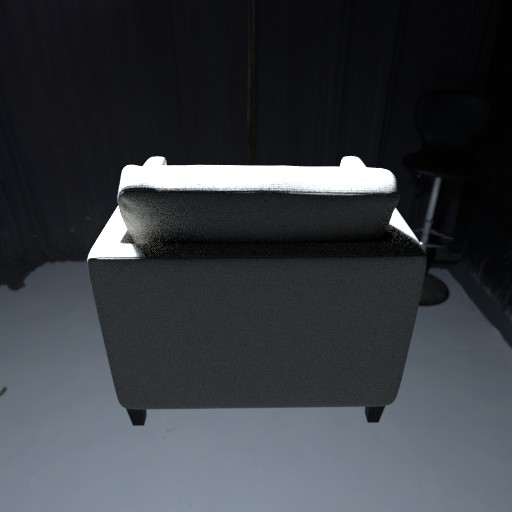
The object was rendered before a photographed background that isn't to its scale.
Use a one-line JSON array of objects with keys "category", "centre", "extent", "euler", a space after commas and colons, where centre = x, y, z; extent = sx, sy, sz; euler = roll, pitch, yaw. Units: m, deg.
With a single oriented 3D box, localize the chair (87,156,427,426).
[{"category": "chair", "centre": [0.000, 0.000, 1.771], "extent": [0.996, 0.919, 0.959], "euler": [0, 30, -1]}]
